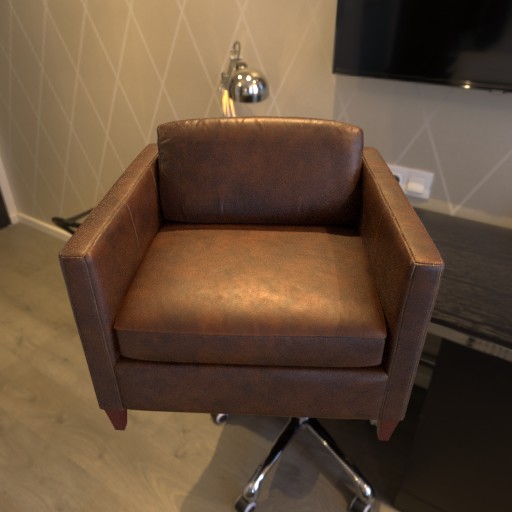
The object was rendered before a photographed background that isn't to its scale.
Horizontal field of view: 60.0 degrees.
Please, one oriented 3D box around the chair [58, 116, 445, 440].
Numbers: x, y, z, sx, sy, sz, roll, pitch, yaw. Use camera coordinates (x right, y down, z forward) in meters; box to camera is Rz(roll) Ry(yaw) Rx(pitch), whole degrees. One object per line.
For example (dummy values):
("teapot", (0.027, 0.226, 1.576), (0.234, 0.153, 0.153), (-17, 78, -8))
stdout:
("chair", (0.000, 0.000, 1.641), (0.990, 0.864, 0.975), (1, 31, 2))
